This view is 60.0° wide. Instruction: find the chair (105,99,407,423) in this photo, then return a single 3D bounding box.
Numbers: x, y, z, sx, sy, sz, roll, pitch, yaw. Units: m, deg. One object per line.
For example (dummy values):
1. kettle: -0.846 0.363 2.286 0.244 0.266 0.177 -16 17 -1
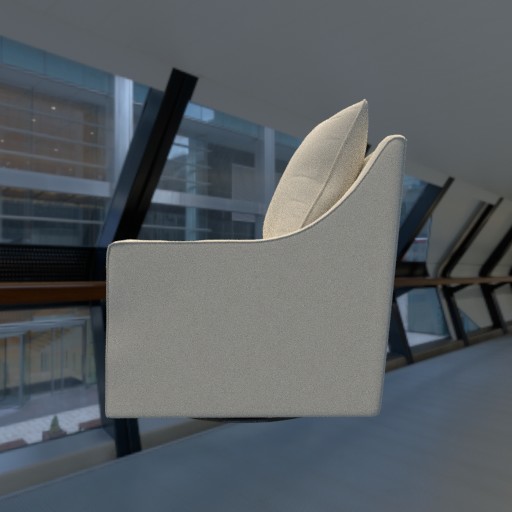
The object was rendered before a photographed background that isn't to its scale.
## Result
1. chair: 0.000 0.000 1.614 0.876 0.965 0.756 0 -1 -1
